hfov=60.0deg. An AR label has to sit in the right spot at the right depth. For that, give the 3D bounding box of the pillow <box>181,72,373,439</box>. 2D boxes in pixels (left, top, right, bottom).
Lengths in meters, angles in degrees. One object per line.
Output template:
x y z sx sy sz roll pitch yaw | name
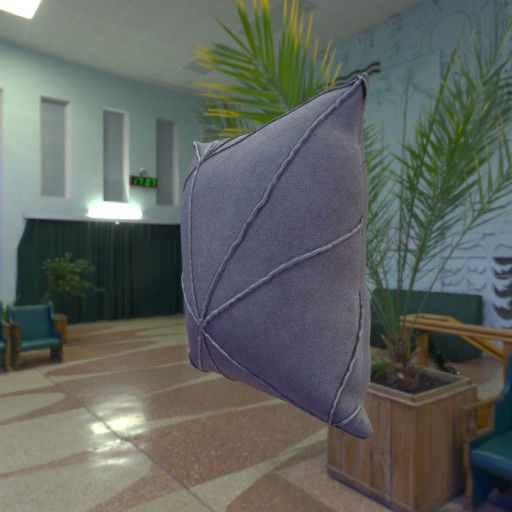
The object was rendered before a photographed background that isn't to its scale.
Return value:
0.000 0.000 0.687 0.185 0.440 0.439 0 0 -35 | pillow
